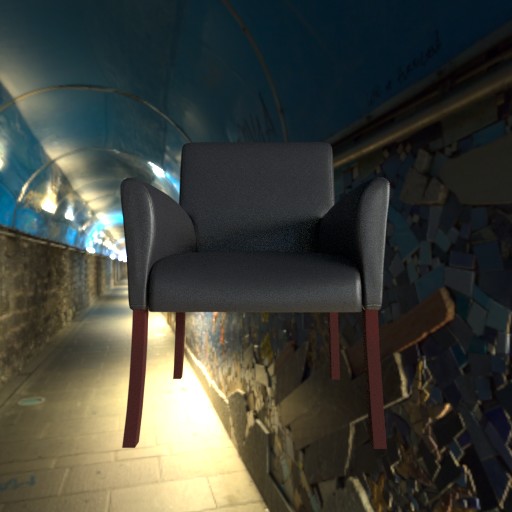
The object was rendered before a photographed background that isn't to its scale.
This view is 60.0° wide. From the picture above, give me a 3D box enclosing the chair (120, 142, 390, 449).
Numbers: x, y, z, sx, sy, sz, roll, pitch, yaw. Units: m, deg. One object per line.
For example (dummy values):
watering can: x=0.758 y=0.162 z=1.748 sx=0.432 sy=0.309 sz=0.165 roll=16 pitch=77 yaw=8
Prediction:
chair: x=0.000 y=0.000 z=1.476 sx=0.683 sy=0.951 sz=0.772 roll=0 pitch=-1 yaw=0
